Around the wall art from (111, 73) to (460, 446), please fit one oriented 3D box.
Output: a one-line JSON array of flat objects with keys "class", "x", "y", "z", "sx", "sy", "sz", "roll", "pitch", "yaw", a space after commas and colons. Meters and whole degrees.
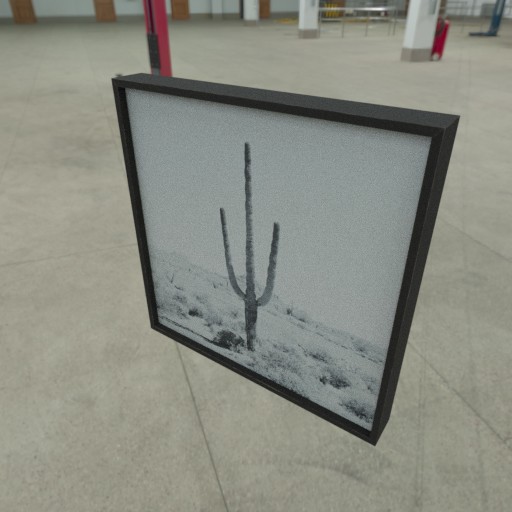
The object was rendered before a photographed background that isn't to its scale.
[{"class": "wall art", "x": 0.000, "y": 0.000, "z": 0.435, "sx": 0.305, "sy": 0.305, "sz": 0.038, "roll": 20, "pitch": 36, "yaw": 29}]
